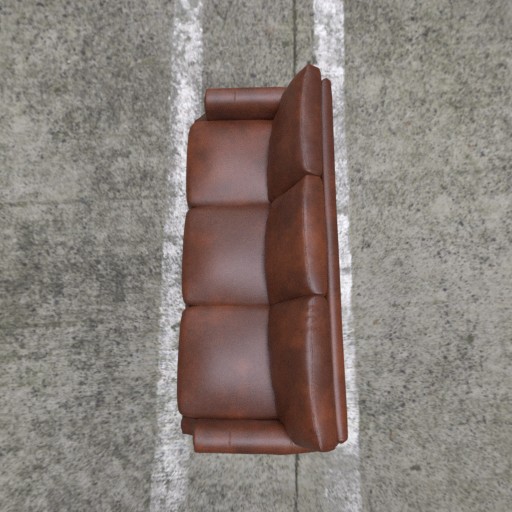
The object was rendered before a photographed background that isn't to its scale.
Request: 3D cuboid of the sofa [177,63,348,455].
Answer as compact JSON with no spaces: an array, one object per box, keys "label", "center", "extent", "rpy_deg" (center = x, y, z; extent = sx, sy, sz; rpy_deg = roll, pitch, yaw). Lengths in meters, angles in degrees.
[{"label":"sofa","center":[0.000,0.000,2.866],"extent":[0.973,0.977,2.351],"rpy_deg":[0,75,0]}]
